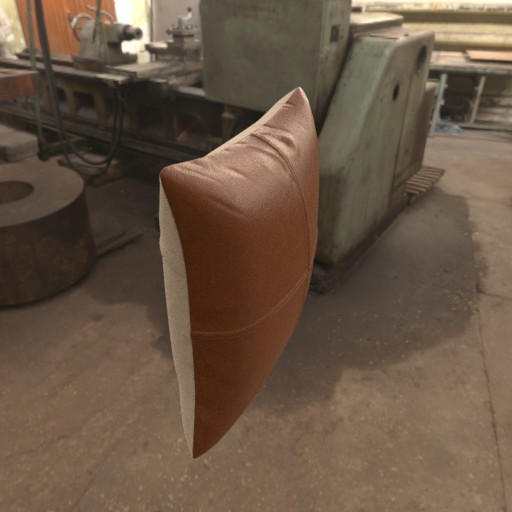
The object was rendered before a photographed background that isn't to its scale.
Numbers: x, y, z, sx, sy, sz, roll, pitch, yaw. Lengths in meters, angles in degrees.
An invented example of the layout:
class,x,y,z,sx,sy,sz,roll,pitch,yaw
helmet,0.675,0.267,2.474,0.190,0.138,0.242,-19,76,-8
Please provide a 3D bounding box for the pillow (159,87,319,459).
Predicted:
class,x,y,z,sx,sy,sz,roll,pitch,yaw
pillow,0.000,0.000,0.769,0.192,0.477,0.501,11,33,18
